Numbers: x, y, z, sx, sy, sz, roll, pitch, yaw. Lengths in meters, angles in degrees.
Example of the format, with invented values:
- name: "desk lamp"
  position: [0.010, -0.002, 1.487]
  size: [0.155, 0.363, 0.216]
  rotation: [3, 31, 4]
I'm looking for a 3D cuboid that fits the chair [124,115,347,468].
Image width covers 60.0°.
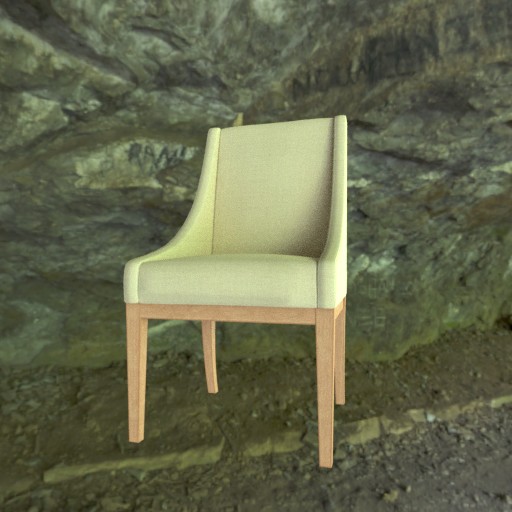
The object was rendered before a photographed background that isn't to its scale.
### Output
- name: "chair"
  position: [0.000, 0.000, 1.415]
  size: [0.575, 1.021, 0.611]
  rotation: [0, -2, 17]
